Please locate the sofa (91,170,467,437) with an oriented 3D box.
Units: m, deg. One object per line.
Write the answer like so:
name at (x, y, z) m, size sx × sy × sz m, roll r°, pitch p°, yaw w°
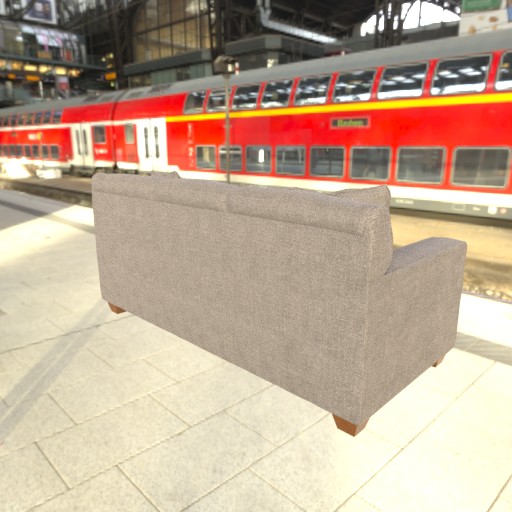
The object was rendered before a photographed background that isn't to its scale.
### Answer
sofa at (0.000, 0.000, 2.565) m, size 2.024 × 0.958 × 0.997 m, roll 14°, pitch 20°, yaw 42°
